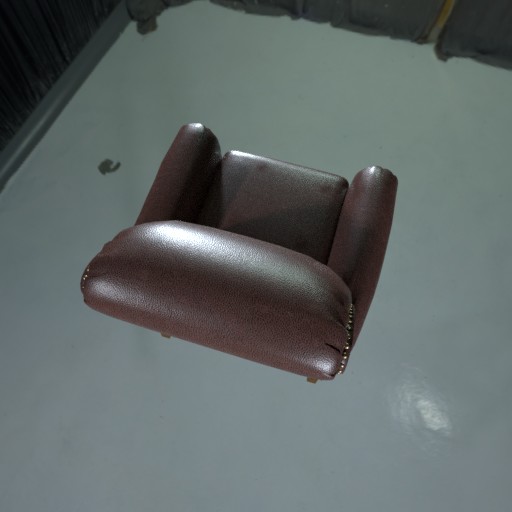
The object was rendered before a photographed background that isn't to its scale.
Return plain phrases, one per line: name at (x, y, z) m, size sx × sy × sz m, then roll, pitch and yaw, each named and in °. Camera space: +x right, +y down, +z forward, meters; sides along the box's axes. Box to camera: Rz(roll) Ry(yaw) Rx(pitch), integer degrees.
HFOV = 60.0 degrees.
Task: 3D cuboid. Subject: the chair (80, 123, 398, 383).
chair at (0.000, 0.000, 1.593) m, size 0.854 × 0.927 × 0.890 m, roll 15°, pitch 64°, yaw 8°
